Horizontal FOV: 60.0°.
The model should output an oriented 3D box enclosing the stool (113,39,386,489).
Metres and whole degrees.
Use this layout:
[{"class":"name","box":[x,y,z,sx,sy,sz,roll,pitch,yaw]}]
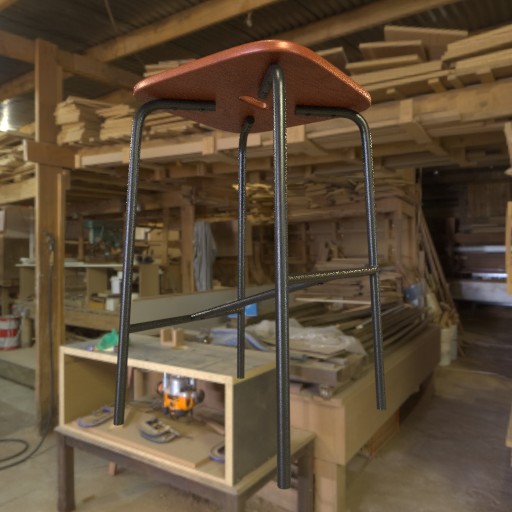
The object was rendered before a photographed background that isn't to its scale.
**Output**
[{"class":"stool","box":[0.000,0.000,0.840,0.376,0.610,0.376,1,1,36]}]
